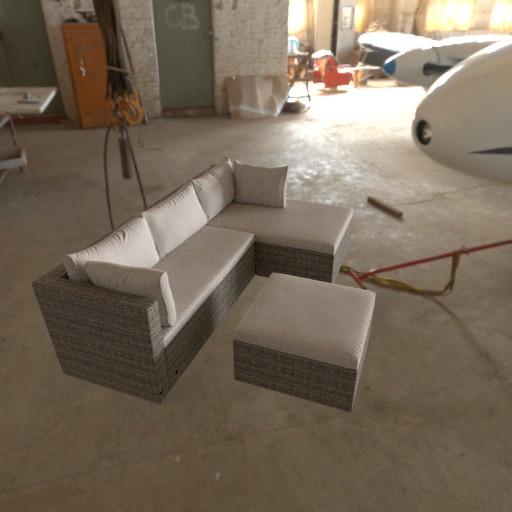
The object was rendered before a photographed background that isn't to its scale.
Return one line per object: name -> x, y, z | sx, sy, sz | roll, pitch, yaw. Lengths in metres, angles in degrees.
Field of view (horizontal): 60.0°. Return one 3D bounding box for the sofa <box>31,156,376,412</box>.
sofa -> 0.000, 0.000, 3.040 | 1.662, 0.766, 2.192 | 10, 31, 18
